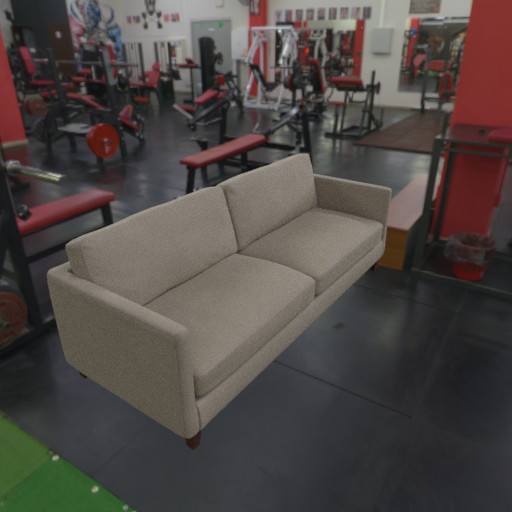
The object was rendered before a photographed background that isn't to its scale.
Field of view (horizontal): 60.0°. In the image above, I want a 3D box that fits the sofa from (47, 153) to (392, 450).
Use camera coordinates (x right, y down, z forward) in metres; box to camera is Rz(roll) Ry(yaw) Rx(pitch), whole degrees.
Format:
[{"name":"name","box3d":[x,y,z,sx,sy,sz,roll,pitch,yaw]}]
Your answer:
[{"name":"sofa","box3d":[0.000,0.000,2.971,0.988,0.912,2.404,18,31,32]}]
